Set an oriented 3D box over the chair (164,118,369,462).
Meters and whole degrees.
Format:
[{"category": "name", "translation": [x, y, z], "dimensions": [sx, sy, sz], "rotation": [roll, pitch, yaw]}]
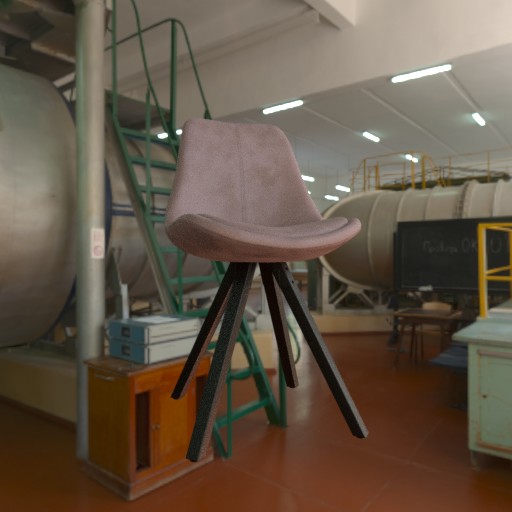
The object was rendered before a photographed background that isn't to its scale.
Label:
[{"category": "chair", "translation": [0.000, 0.000, 1.201], "dimensions": [0.483, 0.865, 0.547], "rotation": [0, 1, -17]}]
